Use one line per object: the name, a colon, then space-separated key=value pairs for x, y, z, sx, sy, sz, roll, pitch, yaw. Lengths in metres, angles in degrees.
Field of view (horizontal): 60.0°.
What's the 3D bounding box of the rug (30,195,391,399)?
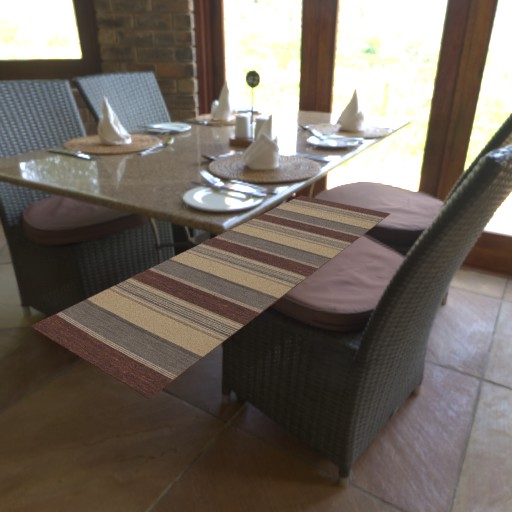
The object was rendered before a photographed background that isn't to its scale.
rug: x=0.000 y=0.000 z=2.713 sx=0.792 sy=0.006 sz=2.437 roll=17 pitch=30 yaw=32
